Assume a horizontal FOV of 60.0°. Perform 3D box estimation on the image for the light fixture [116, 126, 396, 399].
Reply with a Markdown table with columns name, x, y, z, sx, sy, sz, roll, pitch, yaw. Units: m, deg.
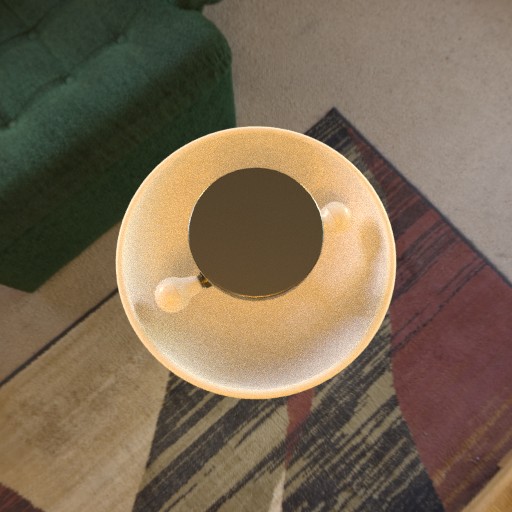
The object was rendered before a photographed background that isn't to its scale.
| name | x | y | z | sx | sy | sz | roll | pitch | yaw |
| --- | --- | --- | --- | --- | --- | --- | --- | --- | --- |
| light fixture | 0.000 | 0.000 | 0.539 | 0.330 | 0.214 | 0.330 | 0 | 76 | 0 |
